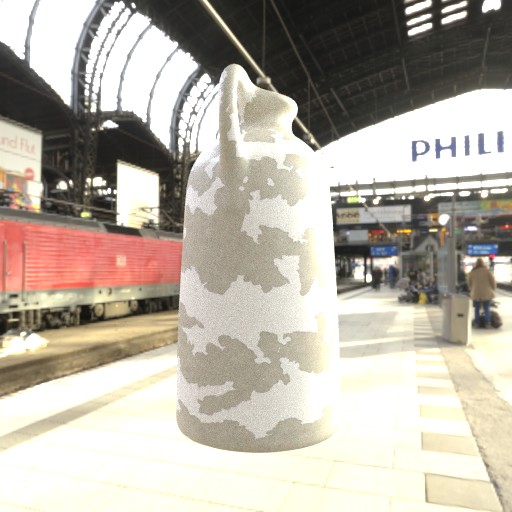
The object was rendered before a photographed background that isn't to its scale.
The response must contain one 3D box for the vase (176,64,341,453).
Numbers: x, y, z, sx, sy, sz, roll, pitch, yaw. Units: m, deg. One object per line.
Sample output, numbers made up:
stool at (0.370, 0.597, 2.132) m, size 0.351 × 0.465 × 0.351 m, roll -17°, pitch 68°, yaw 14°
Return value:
vase at (0.000, 0.000, 0.507) m, size 0.186 × 0.382 × 0.203 m, roll -1°, pitch -2°, yaw 17°
